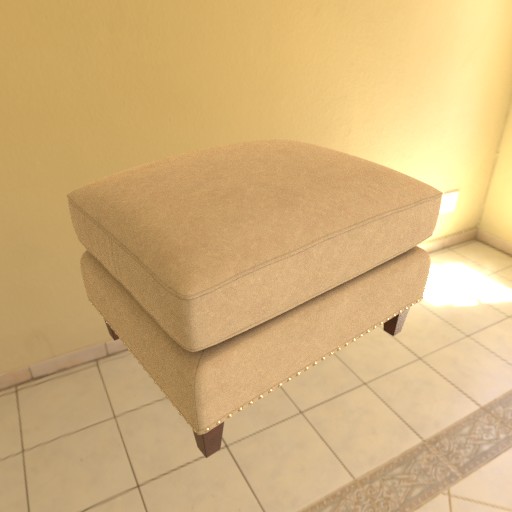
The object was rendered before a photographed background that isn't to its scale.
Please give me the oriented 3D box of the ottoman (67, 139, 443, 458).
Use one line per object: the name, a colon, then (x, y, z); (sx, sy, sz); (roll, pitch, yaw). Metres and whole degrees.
ottoman: (0.000, 0.000, 1.158); (0.741, 0.513, 0.584); (-21, 36, -33)
